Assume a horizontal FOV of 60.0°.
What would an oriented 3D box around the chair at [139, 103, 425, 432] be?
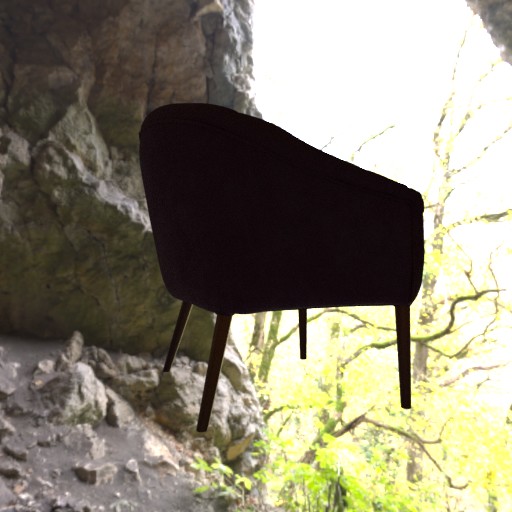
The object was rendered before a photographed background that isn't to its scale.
[{"bbox_3d":[0.000,0.000,1.503,0.776,0.885,0.851,0,-1,-19],"label":"chair"}]
